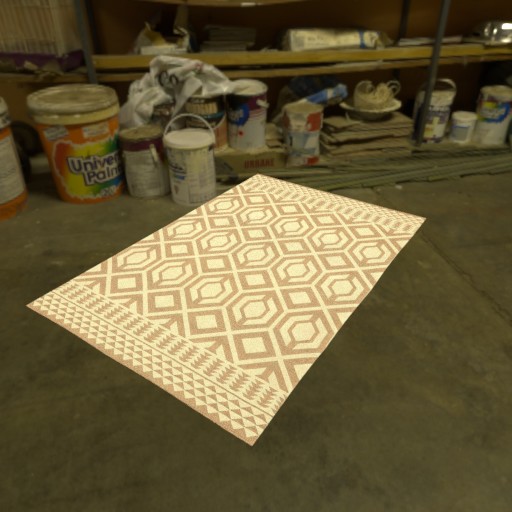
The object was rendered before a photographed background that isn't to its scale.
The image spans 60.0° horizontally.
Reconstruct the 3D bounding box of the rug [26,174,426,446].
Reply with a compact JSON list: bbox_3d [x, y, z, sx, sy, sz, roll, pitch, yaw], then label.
[{"bbox_3d":[0.000,0.000,2.308,1.219,0.008,1.829,20,38,28],"label":"rug"}]
